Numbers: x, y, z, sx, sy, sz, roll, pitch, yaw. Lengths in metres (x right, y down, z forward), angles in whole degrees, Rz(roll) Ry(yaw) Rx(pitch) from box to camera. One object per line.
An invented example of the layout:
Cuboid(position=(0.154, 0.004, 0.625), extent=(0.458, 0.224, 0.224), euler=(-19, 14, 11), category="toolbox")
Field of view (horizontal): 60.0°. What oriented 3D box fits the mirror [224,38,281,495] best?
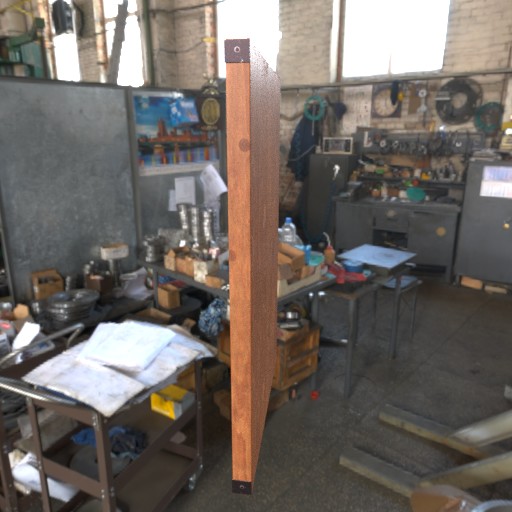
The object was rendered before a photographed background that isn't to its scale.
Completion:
Cuboid(position=(0.000, 0.000, 0.951), extent=(0.053, 0.761, 0.517), euler=(2, 16, 7), category="mirror")
